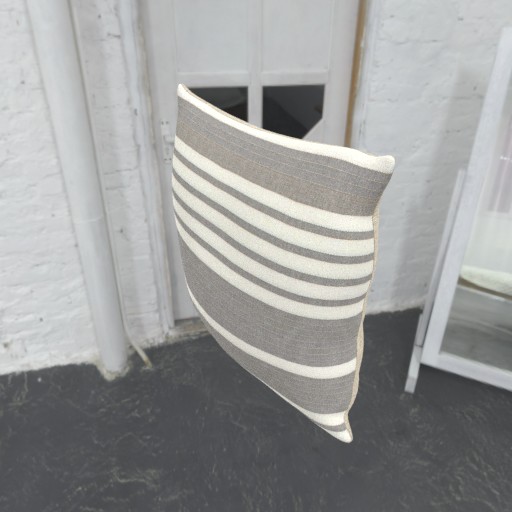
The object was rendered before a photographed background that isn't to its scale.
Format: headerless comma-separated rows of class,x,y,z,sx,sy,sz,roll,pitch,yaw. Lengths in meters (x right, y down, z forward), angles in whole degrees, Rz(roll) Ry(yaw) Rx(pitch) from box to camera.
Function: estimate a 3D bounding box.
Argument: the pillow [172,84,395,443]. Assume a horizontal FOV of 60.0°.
pillow,0.000,0.000,0.676,0.182,0.440,0.439,-21,37,-31
